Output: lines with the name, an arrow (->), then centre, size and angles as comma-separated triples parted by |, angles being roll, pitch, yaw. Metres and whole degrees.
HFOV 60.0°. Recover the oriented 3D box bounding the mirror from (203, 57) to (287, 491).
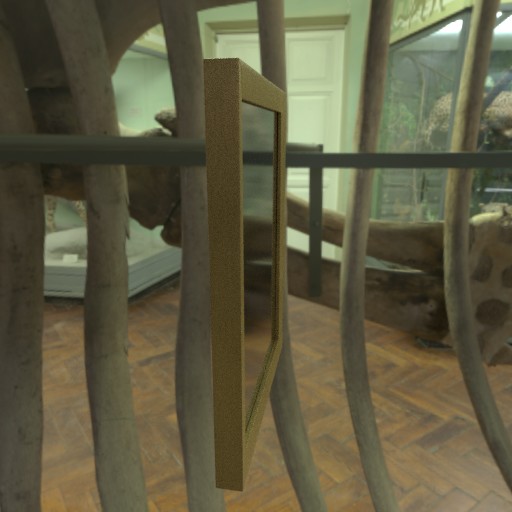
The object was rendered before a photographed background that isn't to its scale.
mirror -> 0.000, 0.000, 0.689 | 0.041, 0.508, 0.405 | 3, 16, 10
